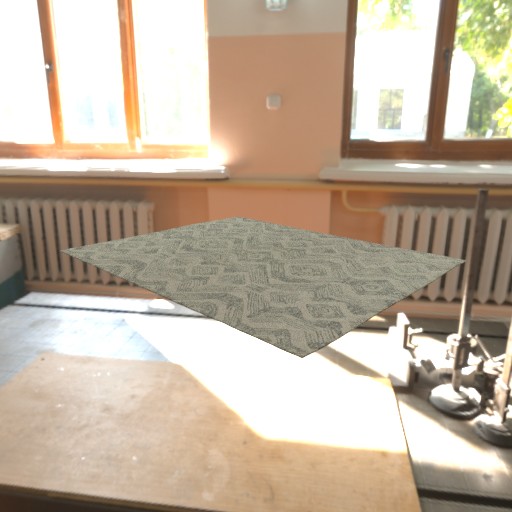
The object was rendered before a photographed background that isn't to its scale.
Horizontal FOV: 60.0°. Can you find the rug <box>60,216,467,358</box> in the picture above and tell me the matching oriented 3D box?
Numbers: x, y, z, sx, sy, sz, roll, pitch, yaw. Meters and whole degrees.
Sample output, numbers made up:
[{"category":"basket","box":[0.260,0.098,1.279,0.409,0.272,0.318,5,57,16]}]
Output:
[{"category":"rug","box":[0.000,0.000,4.184,3.054,0.030,2.430,15,22,42]}]
